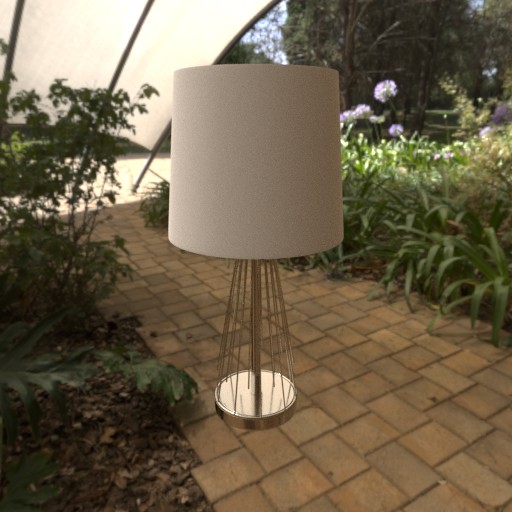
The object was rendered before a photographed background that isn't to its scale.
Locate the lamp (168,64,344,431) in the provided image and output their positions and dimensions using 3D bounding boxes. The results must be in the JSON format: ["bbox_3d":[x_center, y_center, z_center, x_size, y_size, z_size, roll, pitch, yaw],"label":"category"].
[{"bbox_3d":[0.000,0.000,0.793,0.303,0.618,0.303,0,17,0],"label":"lamp"}]
